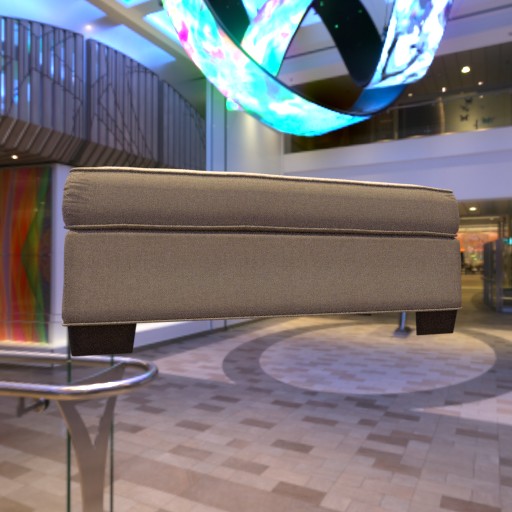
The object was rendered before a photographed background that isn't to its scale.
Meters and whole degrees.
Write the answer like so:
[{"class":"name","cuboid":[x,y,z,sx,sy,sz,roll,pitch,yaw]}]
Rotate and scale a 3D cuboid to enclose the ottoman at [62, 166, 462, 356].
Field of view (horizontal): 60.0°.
[{"class":"ottoman","cuboid":[0.000,0.000,1.425,1.097,0.461,0.617,0,-1,-18]}]
